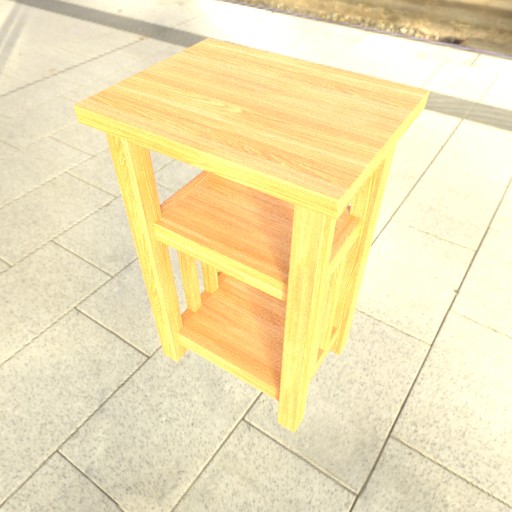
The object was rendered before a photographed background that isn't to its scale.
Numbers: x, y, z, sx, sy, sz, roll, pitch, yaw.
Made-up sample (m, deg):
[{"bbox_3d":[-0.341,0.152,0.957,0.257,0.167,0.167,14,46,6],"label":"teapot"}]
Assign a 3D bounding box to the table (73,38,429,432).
[{"bbox_3d":[0.000,0.000,0.739,0.350,0.550,0.270,24,50,22],"label":"table"}]
